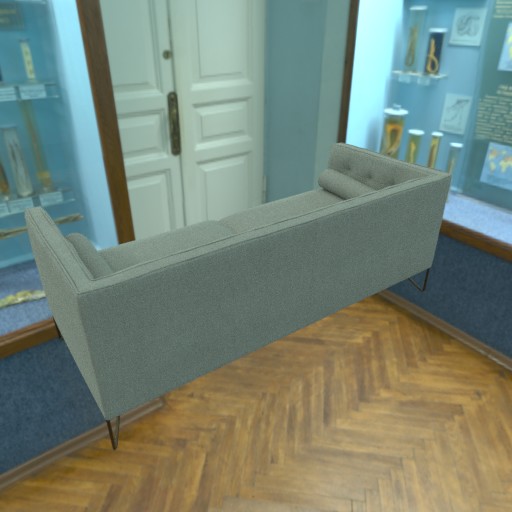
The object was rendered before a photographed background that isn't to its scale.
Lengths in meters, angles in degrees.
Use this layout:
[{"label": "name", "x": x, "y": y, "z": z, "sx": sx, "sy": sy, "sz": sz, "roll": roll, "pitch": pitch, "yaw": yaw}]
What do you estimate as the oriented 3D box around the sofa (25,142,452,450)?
[{"label": "sofa", "x": 0.000, "y": 0.000, "z": 2.456, "sx": 2.079, "sy": 0.798, "sz": 0.912, "roll": -19, "pitch": 34, "yaw": -30}]
